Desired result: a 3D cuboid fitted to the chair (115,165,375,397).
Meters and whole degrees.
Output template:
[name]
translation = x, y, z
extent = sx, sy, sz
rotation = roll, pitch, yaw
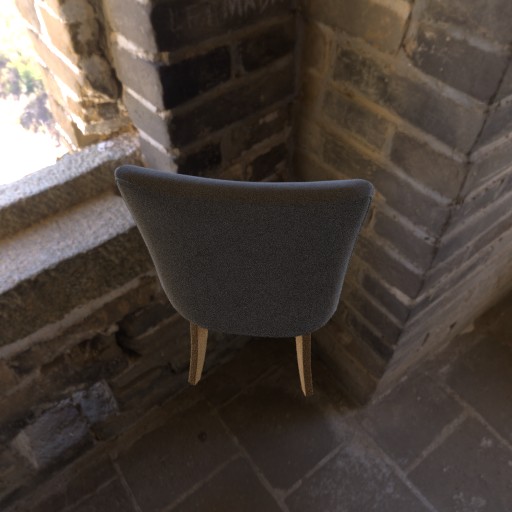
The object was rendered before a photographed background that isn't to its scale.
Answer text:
[chair]
translation = 0.000, 0.000, 1.278
extent = 0.495, 0.902, 0.610
rotation = 4, 46, 4
